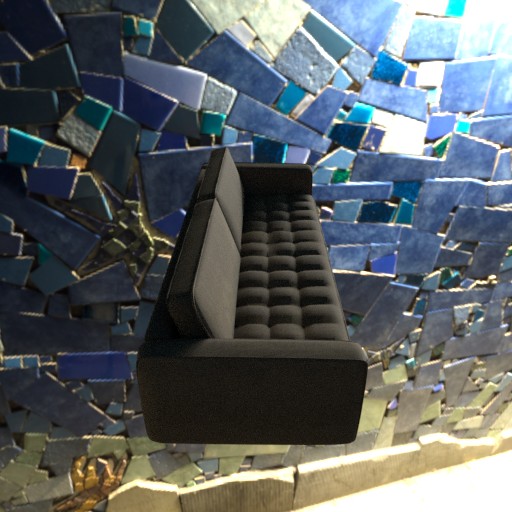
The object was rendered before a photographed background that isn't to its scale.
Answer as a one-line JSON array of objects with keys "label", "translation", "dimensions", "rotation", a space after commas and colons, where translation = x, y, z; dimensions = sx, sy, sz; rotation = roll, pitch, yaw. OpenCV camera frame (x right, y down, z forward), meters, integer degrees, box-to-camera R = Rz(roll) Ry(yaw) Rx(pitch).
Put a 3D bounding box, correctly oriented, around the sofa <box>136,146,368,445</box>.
[{"label": "sofa", "translation": [0.000, 0.000, 2.741], "dimensions": [0.923, 0.813, 2.295], "rotation": [0, 31, 1]}]
